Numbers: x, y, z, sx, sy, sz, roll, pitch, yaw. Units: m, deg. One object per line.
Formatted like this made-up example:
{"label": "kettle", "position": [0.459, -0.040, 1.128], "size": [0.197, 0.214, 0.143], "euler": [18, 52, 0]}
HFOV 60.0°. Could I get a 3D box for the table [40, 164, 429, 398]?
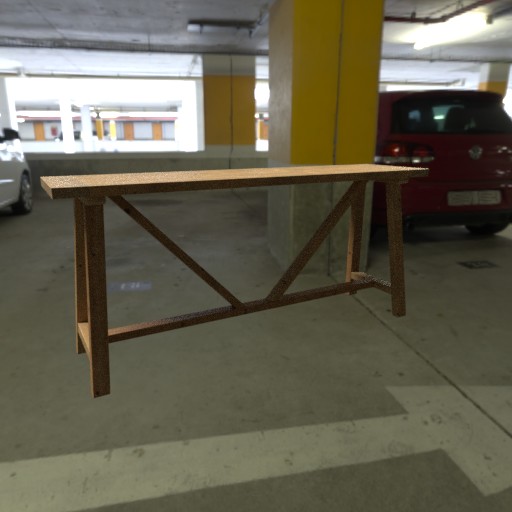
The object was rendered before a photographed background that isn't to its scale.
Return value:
{"label": "table", "position": [0.000, 0.000, 2.180], "size": [1.800, 0.810, 0.465], "euler": [-8, 17, -28]}
